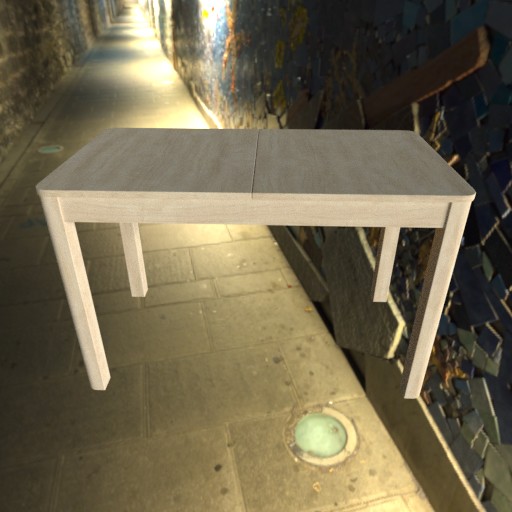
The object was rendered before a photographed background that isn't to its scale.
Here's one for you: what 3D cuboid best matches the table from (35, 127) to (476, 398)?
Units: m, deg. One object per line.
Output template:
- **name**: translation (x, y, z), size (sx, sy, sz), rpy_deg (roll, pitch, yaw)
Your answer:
- **table**: translation (0.000, 0.000, 1.925), size (1.400, 0.900, 0.750), rpy_deg (1, 31, 2)
